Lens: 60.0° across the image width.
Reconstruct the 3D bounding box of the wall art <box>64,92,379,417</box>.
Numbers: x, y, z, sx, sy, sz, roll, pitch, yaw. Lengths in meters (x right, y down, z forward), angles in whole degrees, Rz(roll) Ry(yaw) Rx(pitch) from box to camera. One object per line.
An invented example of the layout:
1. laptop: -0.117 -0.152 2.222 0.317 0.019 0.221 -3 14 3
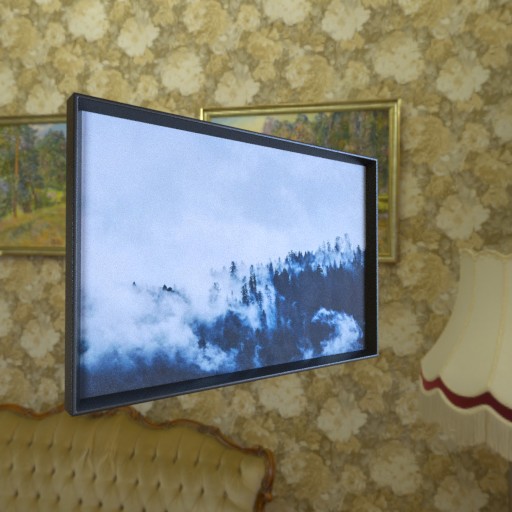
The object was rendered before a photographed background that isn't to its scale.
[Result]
1. wall art: 0.000 0.000 1.174 0.939 0.640 0.058 1 -1 -36
